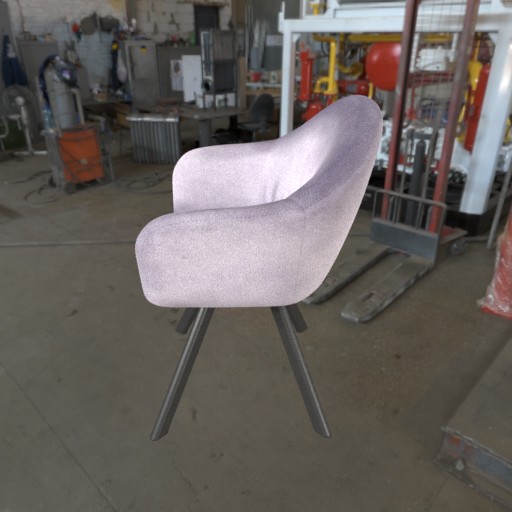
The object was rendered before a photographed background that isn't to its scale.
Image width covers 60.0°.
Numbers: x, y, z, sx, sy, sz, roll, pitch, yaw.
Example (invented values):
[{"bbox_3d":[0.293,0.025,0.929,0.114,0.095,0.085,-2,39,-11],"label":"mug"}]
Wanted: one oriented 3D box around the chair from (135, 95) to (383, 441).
[{"bbox_3d":[0.000,0.000,1.144,0.540,0.780,0.570,-1,26,-1],"label":"chair"}]
